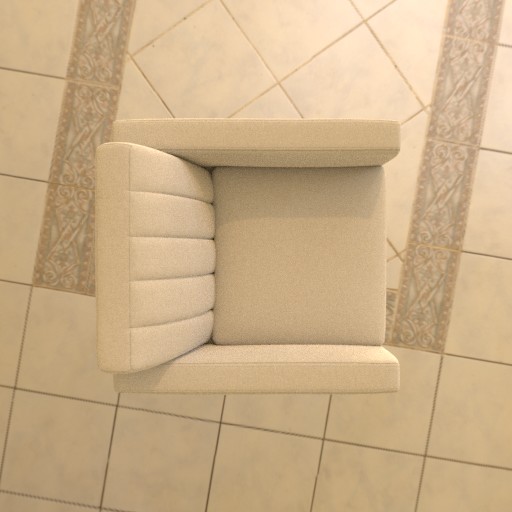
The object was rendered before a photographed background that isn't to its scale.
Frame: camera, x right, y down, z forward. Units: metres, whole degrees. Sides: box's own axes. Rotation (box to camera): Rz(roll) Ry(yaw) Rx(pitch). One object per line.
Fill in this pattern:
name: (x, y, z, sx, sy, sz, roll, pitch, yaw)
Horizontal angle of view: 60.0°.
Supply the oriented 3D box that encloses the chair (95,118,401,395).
chair: (0.000, 0.000, 1.701, 0.998, 0.819, 0.953, 0, 91, 0)
